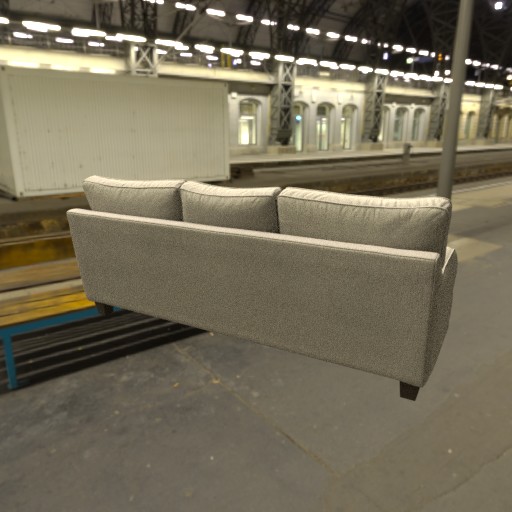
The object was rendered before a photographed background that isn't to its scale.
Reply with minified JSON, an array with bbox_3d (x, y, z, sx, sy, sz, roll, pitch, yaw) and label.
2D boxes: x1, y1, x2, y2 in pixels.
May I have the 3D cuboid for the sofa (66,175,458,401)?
[{"bbox_3d":[0.000,0.000,2.851,2.323,0.991,1.016,9,18,28],"label":"sofa"}]
